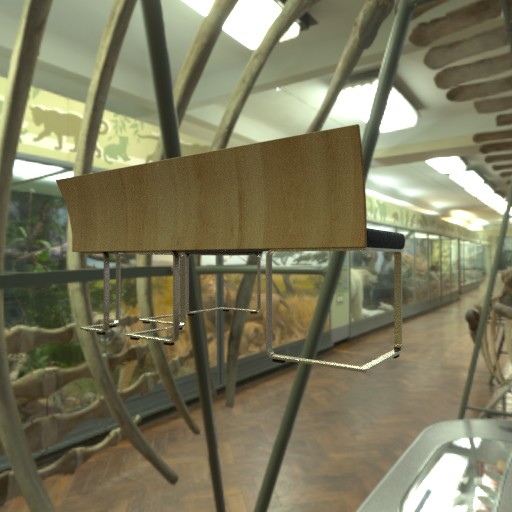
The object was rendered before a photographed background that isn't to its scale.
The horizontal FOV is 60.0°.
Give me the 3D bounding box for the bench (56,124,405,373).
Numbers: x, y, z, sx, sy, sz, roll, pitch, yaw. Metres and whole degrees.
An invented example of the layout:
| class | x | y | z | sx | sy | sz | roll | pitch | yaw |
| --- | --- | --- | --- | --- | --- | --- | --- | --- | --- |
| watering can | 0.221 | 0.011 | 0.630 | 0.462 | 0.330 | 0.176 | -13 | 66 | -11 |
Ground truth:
| class | x | y | z | sx | sy | sz | roll | pitch | yaw |
| --- | --- | --- | --- | --- | --- | --- | --- | --- | --- |
| bench | 0.000 | 0.000 | 2.758 | 1.945 | 0.930 | 1.495 | 0 | -1 | 35 |
